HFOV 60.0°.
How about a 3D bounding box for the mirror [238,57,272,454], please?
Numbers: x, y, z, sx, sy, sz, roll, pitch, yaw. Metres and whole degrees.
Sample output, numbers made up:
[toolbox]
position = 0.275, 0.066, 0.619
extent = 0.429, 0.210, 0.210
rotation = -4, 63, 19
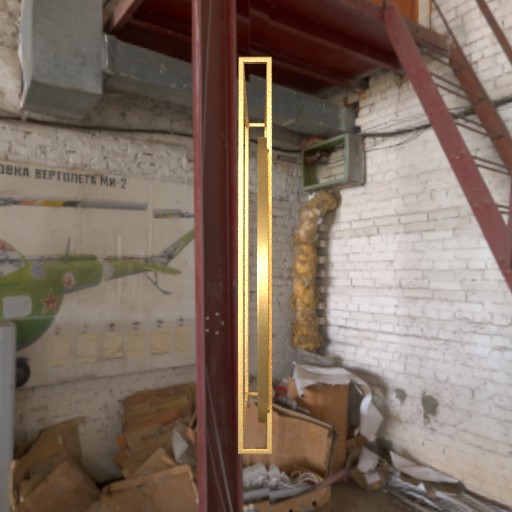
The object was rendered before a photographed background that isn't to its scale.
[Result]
[mirror]
position = 0.000, 0.000, 0.830
extent = 0.051, 0.603, 0.508
rotation = 0, -2, 0
